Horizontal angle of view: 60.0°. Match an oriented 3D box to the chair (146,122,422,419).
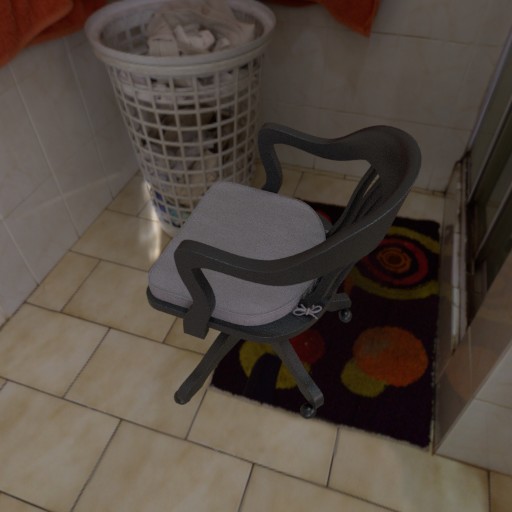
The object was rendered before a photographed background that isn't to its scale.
[{"bbox_3d":[0.000,0.000,1.400,0.788,0.878,0.750,15,48,14],"label":"chair"}]
